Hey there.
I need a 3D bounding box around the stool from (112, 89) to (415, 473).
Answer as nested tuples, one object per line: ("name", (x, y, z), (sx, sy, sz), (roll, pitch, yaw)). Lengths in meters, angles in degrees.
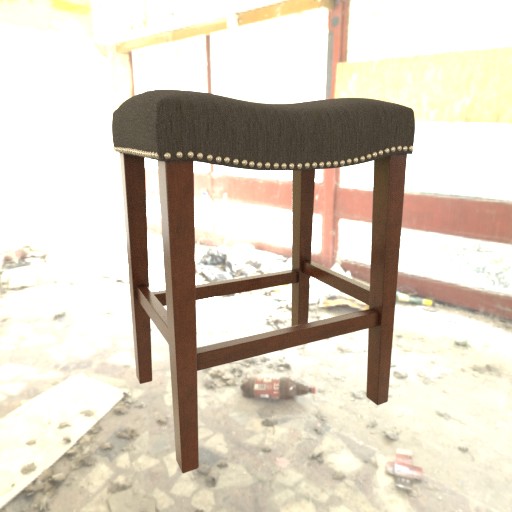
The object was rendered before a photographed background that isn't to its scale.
("stool", (0.000, 0.000, 0.958), (0.504, 0.654, 0.372), (-8, 17, -26))
